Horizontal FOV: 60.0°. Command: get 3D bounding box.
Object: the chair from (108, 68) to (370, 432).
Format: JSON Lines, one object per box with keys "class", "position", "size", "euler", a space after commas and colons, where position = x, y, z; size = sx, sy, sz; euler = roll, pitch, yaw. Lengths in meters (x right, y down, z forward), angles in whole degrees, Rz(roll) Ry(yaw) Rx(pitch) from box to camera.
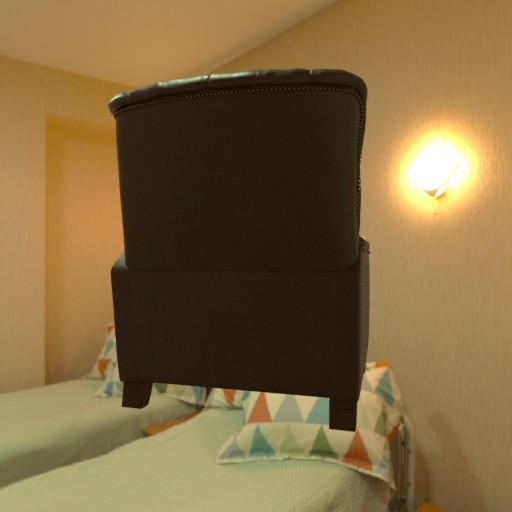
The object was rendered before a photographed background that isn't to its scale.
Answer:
{"class": "chair", "position": [0.000, 0.000, 1.412], "size": [0.709, 0.864, 0.823], "euler": [0, 0, 16]}
